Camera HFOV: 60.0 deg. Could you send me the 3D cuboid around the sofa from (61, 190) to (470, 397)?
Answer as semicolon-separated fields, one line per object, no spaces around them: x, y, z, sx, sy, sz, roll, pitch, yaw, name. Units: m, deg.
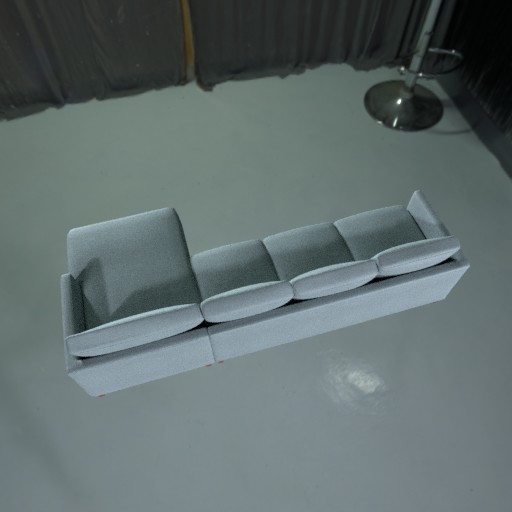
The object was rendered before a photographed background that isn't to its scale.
0.000;0.000;4.205;3.471;0.950;1.604;-14;58;-9;sofa
